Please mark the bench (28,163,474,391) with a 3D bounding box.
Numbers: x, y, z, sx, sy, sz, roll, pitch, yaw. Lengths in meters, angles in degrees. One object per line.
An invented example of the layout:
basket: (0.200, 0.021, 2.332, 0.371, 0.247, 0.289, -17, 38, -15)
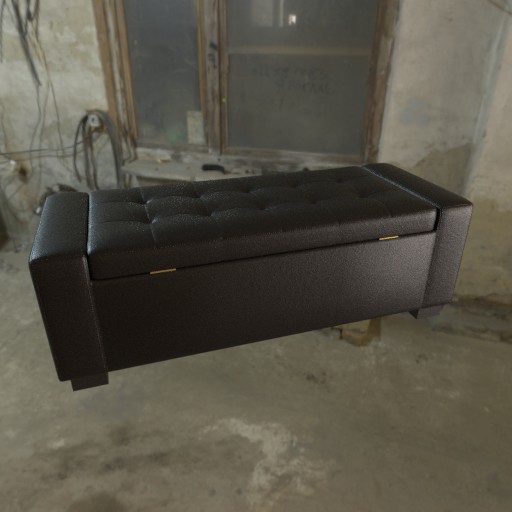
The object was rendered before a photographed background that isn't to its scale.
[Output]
bench: (0.000, 0.000, 1.520, 1.296, 0.445, 0.508, -8, 28, -16)
